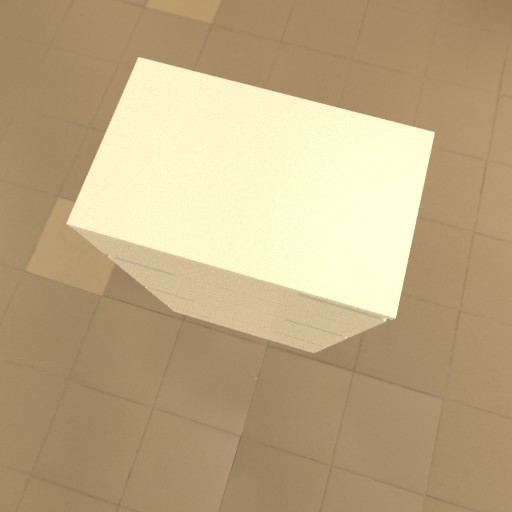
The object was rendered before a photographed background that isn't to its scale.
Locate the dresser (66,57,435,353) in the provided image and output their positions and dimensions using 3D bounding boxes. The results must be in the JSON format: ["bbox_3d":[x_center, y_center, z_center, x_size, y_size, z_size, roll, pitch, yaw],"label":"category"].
[{"bbox_3d":[0.000,0.000,1.459,0.650,1.190,0.400,16,75,4],"label":"dresser"}]
